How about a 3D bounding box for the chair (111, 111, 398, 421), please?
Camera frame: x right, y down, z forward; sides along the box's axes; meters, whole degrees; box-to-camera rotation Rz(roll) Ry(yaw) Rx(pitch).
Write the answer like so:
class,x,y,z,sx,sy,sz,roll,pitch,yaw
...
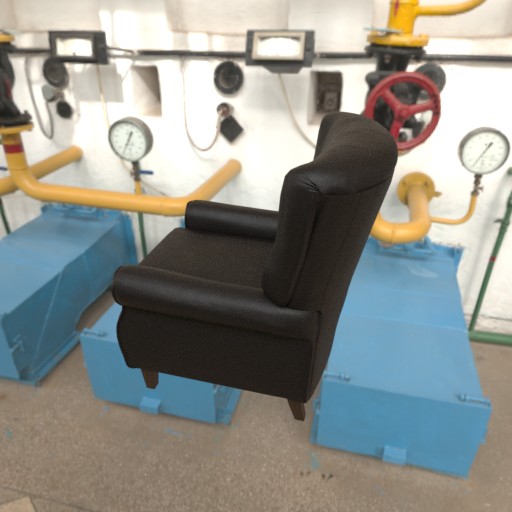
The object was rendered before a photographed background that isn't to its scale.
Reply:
class,x,y,z,sx,sy,sz,roll,pitch,yaw
chair,0.000,0.000,1.951,1.058,1.158,0.948,7,30,13
